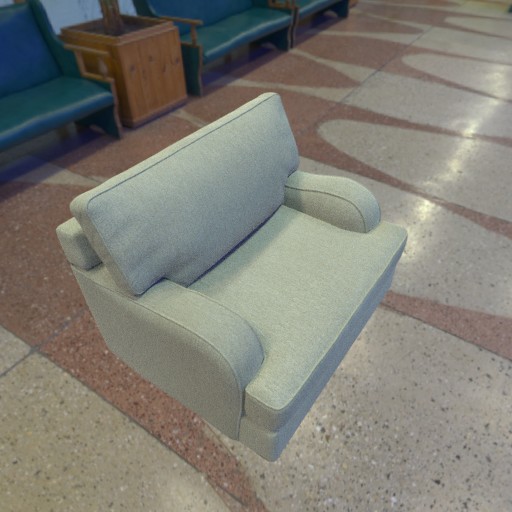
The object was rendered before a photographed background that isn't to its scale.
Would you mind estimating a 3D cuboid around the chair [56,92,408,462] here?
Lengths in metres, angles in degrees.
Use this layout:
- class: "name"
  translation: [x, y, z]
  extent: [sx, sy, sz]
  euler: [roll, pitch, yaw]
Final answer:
- class: "chair"
  translation: [0.000, 0.000, 2.006]
  extent: [1.041, 1.016, 1.220]
  euler: [24, 46, 26]
